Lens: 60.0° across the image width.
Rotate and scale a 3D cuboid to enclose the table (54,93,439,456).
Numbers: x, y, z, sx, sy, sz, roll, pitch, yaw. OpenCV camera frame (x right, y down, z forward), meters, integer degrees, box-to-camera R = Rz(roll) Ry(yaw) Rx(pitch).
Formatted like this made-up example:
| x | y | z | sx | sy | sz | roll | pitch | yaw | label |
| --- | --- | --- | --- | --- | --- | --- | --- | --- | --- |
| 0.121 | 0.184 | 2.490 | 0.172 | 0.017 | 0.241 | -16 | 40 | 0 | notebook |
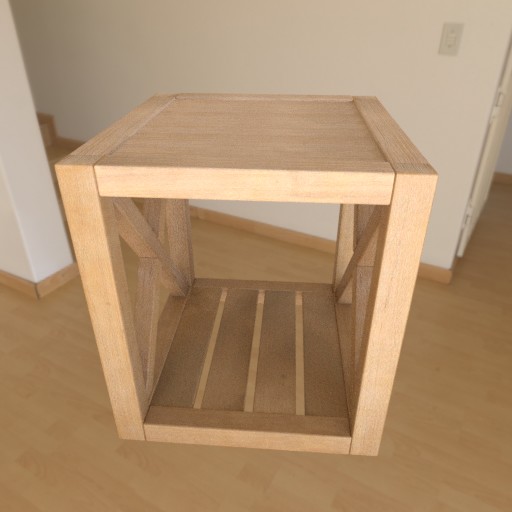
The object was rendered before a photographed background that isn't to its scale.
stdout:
| x | y | z | sx | sy | sz | roll | pitch | yaw | label |
| --- | --- | --- | --- | --- | --- | --- | --- | --- | --- |
| 0.000 | 0.000 | 1.017 | 0.558 | 0.610 | 0.559 | 2 | 30 | 4 | table |
